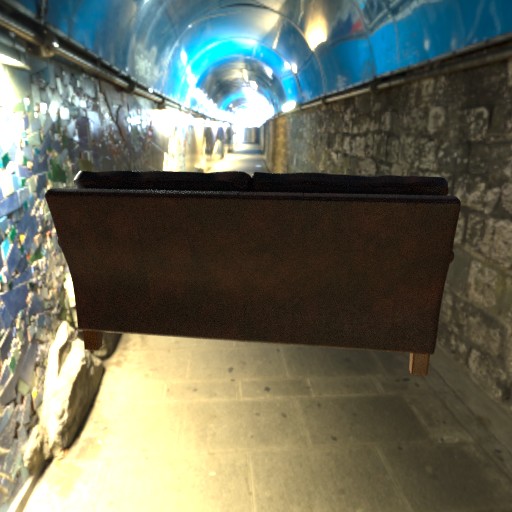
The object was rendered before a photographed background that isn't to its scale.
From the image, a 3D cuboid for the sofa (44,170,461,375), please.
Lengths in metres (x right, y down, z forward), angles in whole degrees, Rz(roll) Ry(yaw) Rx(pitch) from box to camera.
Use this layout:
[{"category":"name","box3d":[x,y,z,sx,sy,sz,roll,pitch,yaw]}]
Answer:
[{"category":"sofa","box3d":[0.000,0.000,2.770,2.144,1.071,1.147,2,16,8]}]
